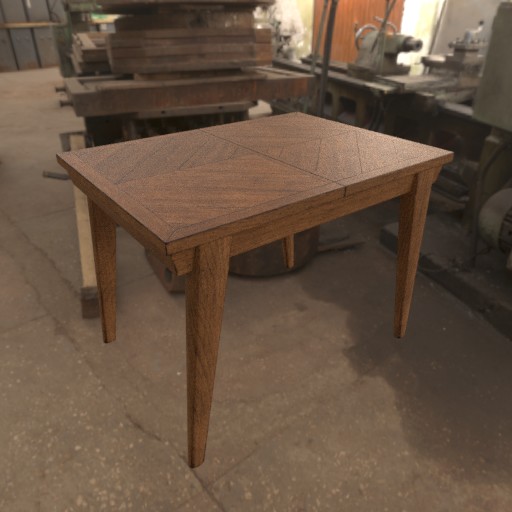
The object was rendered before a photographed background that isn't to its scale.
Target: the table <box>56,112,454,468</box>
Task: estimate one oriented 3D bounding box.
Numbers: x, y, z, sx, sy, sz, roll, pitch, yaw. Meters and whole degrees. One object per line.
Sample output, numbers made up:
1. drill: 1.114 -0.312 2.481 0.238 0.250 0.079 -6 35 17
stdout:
1. table: 0.000 0.000 1.607 1.027 0.760 0.757 -21 36 -32
